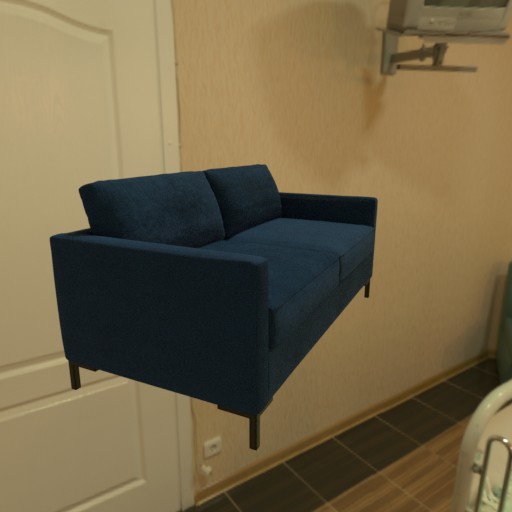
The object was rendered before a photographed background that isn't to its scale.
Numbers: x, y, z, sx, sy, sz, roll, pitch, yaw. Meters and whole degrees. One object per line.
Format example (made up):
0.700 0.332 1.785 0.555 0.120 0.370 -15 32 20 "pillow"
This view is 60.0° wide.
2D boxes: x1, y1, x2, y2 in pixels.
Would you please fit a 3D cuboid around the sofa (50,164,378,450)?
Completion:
0.000 0.000 2.179 0.875 0.817 1.676 7 16 25 "sofa"
